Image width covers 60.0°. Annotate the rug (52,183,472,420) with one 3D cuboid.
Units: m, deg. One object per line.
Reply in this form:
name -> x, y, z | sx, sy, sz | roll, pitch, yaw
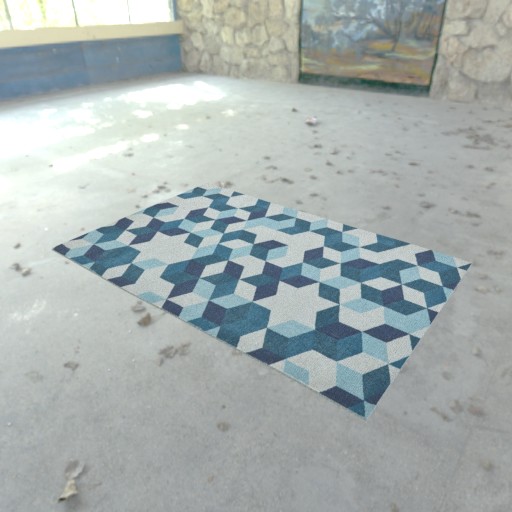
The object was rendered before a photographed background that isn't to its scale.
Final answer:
rug -> 0.000, 0.000, 2.315 | 1.829, 0.014, 1.235 | 21, 37, 32
